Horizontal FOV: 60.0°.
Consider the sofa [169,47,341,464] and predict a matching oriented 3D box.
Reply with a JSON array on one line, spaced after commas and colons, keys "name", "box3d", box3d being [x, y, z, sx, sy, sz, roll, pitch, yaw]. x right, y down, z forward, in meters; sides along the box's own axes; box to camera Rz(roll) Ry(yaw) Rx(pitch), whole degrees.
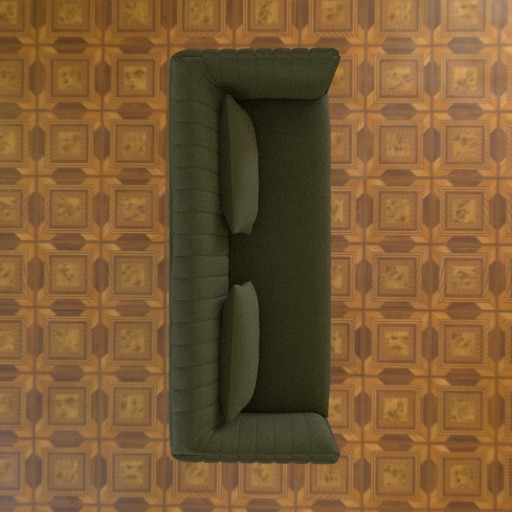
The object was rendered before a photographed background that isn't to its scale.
[{"name": "sofa", "box3d": [0.000, 0.000, 2.564, 0.896, 0.793, 2.137, 0, 90, 1]}]
